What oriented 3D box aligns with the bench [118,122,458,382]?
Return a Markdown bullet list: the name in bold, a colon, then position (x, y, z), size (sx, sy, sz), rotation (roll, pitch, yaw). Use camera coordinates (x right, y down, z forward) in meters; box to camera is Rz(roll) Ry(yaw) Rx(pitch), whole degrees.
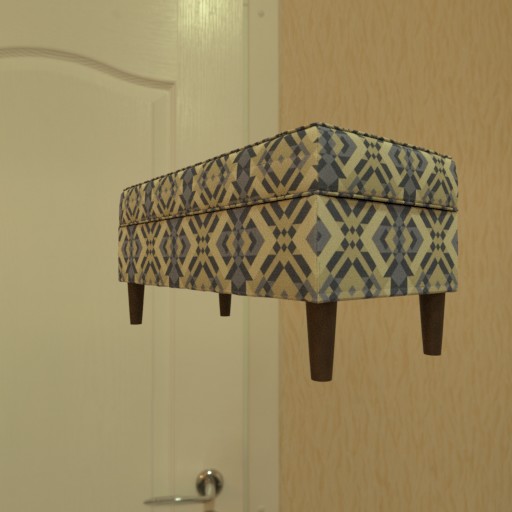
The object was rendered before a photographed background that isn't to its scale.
- **bench**: position (0.000, 0.000, 1.321), size (0.492, 0.477, 1.016), rotation (0, -1, -37)
